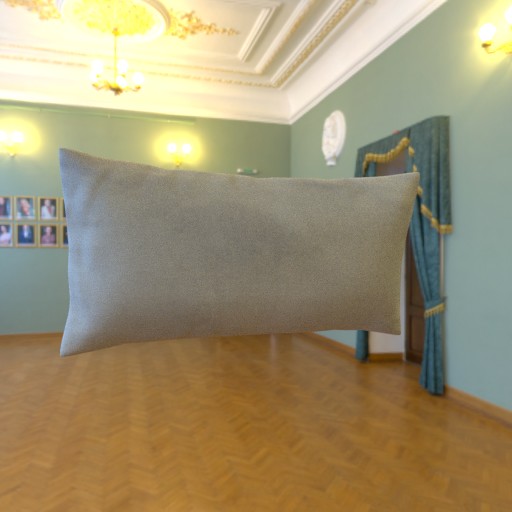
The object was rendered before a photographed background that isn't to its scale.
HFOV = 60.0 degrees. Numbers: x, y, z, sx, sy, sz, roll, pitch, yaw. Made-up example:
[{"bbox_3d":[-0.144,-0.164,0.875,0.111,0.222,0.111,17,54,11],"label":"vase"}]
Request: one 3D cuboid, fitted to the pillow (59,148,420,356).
[{"bbox_3d":[0.000,0.000,0.742,0.608,0.305,0.156,0,0,-18],"label":"pillow"}]
